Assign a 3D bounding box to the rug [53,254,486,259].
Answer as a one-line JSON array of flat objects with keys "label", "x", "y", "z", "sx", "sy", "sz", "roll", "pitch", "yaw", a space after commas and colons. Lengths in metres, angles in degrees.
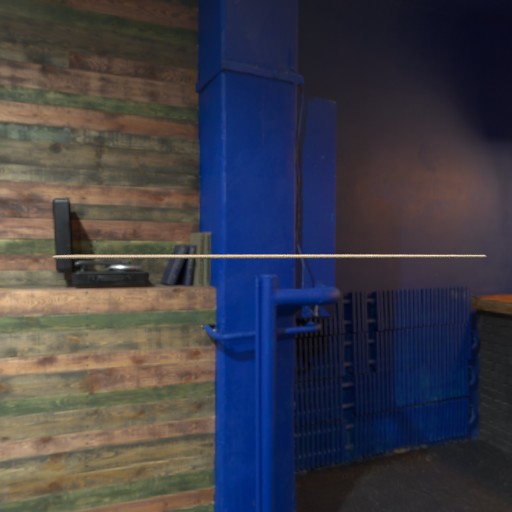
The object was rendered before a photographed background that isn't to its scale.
[{"label": "rug", "x": 0.000, "y": 0.000, "z": 2.903, "sx": 2.294, "sy": 0.014, "sz": 1.528, "roll": 0, "pitch": 0, "yaw": -18}]
